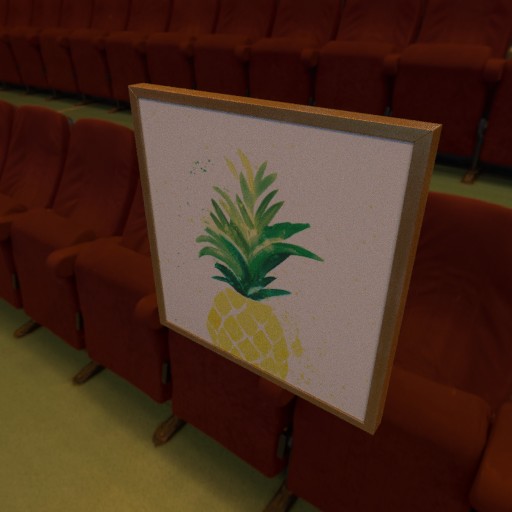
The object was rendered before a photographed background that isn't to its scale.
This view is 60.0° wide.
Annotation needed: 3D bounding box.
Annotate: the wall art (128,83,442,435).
[{"bbox_3d":[0.000,0.000,0.759,0.510,0.509,0.033,20,35,30],"label":"wall art"}]
